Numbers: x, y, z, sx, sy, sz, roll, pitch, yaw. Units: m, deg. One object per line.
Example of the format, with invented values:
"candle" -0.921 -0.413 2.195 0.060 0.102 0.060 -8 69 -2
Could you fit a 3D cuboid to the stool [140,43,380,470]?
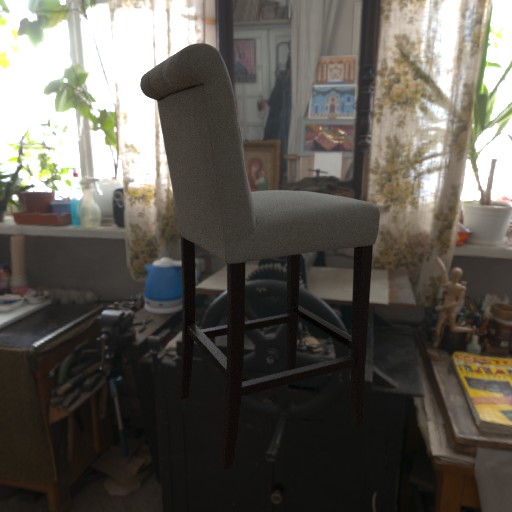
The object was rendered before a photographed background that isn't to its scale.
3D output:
"stool" 0.000 0.000 1.427 0.601 1.140 0.493 -7 15 -26
